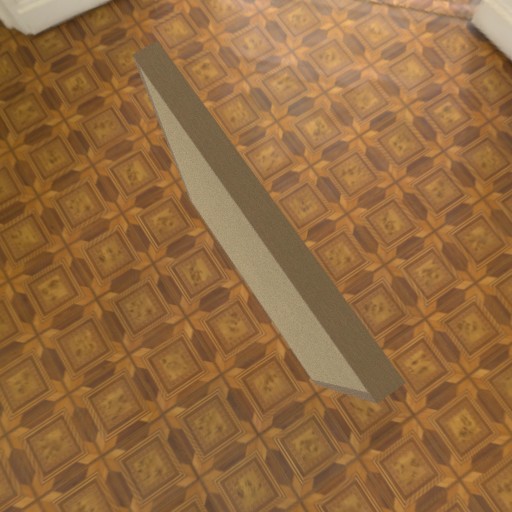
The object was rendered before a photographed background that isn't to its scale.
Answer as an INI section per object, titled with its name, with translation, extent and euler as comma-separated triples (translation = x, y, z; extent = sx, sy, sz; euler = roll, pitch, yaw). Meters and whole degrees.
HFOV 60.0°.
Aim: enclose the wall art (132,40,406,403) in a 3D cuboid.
[wall art]
translation = 0.000, 0.000, 0.760
extent = 0.038, 0.506, 0.508
euler = -33, 78, -8
